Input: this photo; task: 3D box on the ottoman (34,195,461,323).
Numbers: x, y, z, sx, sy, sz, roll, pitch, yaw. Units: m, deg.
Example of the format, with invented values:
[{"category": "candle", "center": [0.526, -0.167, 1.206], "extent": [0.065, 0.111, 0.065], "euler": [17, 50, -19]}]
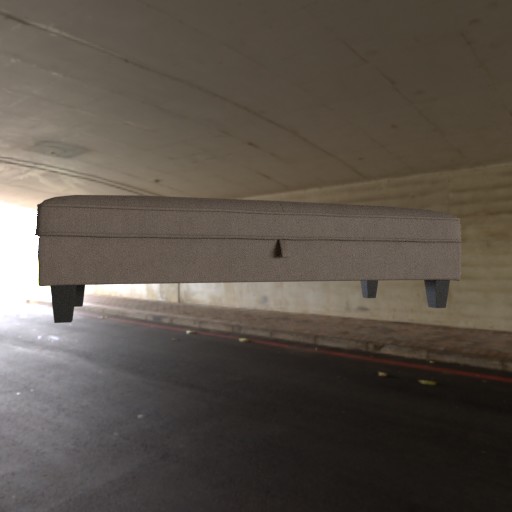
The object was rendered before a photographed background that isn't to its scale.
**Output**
[{"category": "ottoman", "center": [0.000, 0.000, 2.044], "extent": [1.764, 0.470, 0.751], "euler": [0, -1, -18]}]
